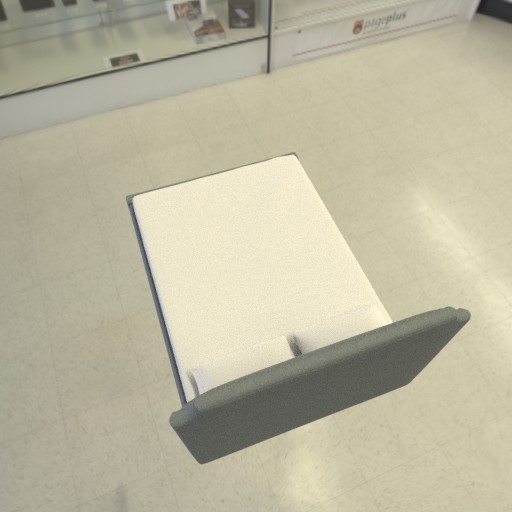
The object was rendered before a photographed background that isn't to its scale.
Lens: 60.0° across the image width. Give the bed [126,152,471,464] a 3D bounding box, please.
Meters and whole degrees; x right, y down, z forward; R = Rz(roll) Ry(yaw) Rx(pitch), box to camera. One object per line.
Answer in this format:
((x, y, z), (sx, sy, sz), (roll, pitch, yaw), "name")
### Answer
((0.000, 0.000, 3.373), (1.712, 1.443, 2.372), (-17, 58, -11), "bed")
